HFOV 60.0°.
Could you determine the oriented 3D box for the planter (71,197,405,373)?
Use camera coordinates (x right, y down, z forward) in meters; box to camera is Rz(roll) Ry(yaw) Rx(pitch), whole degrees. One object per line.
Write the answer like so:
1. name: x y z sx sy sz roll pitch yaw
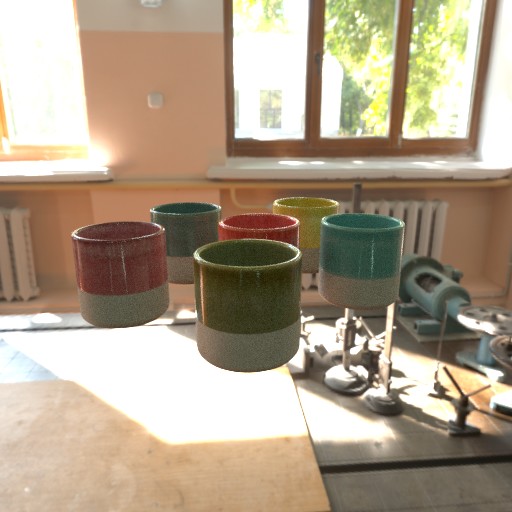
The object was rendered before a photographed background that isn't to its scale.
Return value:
1. planter: 0.000 0.000 0.429 0.257 0.075 0.286 9 19 29
